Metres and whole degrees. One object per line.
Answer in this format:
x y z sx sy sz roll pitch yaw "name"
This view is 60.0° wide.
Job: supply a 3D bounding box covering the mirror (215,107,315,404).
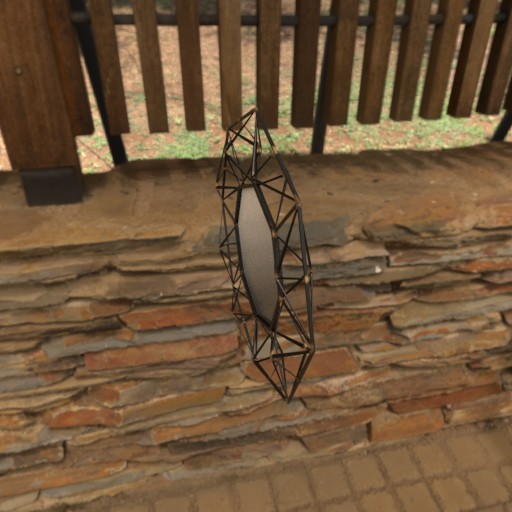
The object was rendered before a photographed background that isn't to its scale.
0.000 0.000 1.093 0.094 0.710 0.710 -9 32 -15 "mirror"
